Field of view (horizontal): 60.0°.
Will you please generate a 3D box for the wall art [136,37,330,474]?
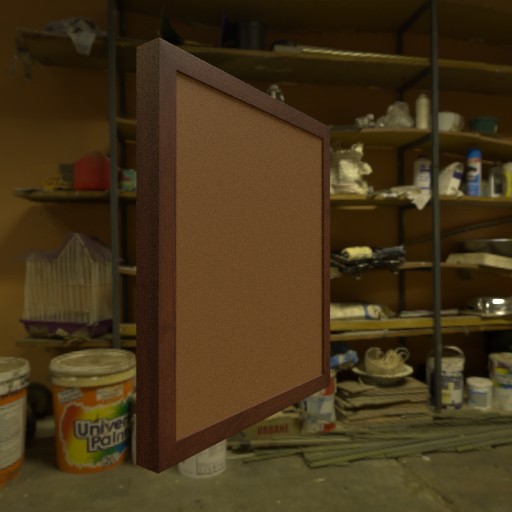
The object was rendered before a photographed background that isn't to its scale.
[{"bbox_3d":[0.000,0.000,0.529,0.030,0.381,0.330,0,0,36],"label":"wall art"}]
